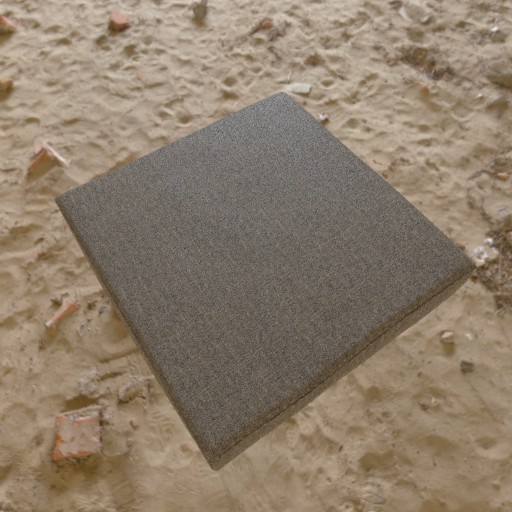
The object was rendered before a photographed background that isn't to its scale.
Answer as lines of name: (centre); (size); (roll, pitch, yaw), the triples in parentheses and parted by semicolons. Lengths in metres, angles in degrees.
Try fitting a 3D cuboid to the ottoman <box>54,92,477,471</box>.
ottoman: (0.000, 0.000, 1.542); (0.981, 0.379, 1.016); (-31, 63, -18)
